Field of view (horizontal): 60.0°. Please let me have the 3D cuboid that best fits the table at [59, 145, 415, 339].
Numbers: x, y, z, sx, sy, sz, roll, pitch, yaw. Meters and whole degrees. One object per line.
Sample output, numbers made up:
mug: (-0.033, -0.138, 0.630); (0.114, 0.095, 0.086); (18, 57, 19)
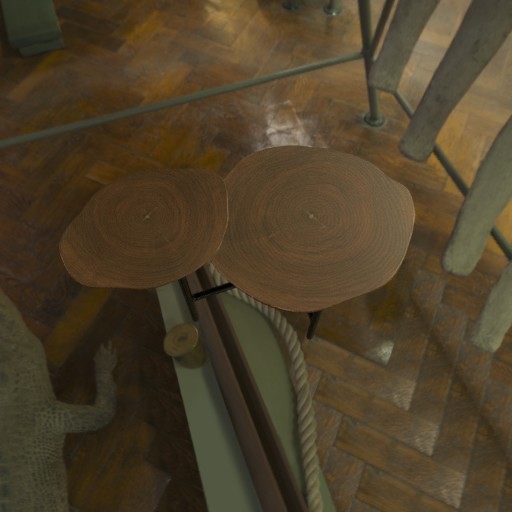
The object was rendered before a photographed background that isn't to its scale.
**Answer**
table: (0.000, 0.000, 1.099); (0.759, 0.538, 0.442); (-17, 63, -9)
